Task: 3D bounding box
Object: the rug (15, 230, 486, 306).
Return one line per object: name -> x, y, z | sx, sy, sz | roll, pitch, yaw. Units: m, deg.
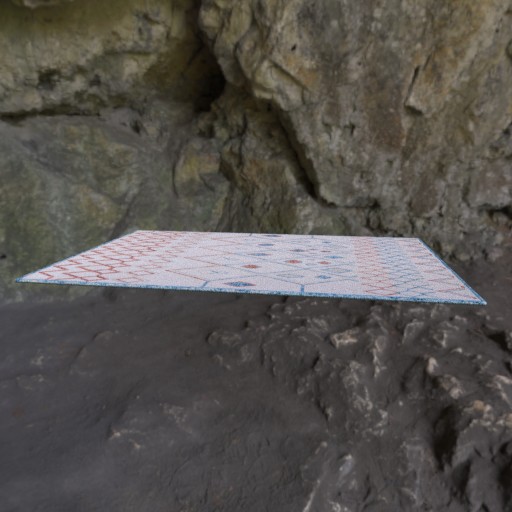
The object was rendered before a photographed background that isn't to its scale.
rug -> 0.000, 0.000, 2.274 | 1.829, 0.016, 1.219 | 2, 13, 9
